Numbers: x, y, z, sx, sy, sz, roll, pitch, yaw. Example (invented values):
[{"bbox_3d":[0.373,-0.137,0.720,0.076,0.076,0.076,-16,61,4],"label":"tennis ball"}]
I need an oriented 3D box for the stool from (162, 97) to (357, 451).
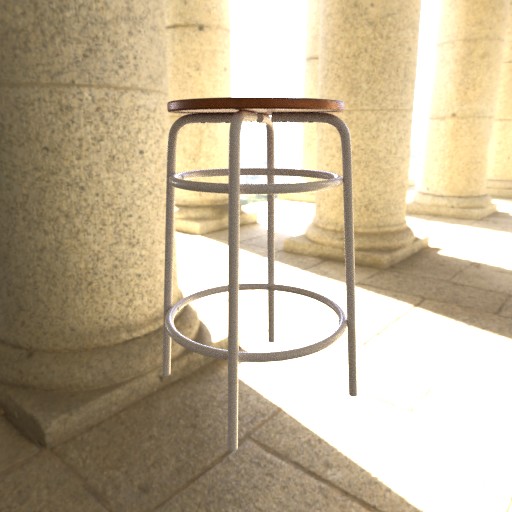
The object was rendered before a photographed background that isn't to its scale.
[{"bbox_3d":[0.000,0.000,0.935,0.455,0.610,0.455,3,16,11],"label":"stool"}]
